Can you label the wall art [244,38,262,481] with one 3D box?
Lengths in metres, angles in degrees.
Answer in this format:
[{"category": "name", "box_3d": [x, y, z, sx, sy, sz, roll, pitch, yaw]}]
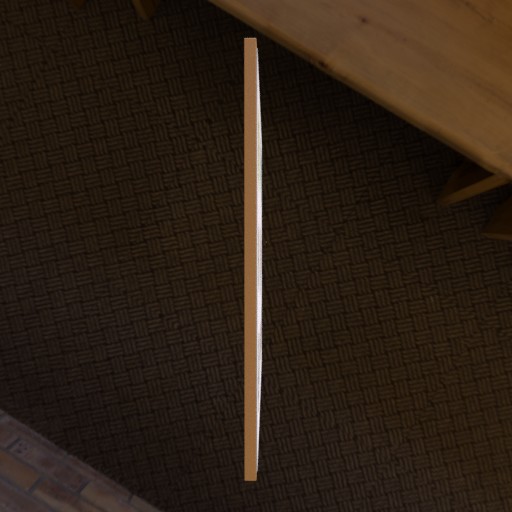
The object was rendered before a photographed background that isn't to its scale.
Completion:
[{"category": "wall art", "box_3d": [0.000, 0.000, 0.684, 0.013, 0.455, 0.457, 0, 92, 1]}]
